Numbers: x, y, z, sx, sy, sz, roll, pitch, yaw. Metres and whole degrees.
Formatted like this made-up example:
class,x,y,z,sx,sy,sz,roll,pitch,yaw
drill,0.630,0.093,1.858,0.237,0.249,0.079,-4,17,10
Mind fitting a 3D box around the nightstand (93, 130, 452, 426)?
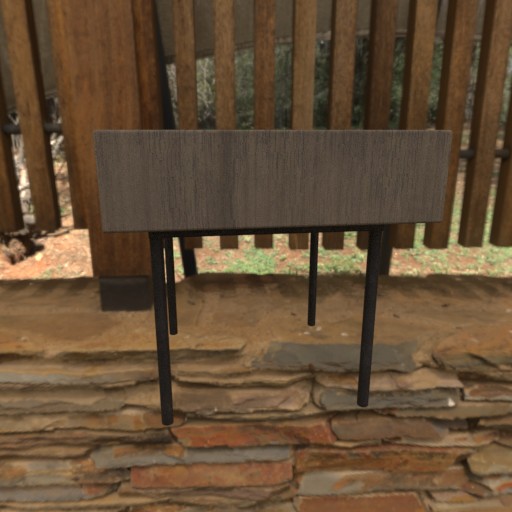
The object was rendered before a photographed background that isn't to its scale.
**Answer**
class,x,y,z,sx,sy,sz,roll,pitch,yaw
nightstand,0.000,0.000,0.911,0.503,0.497,0.502,-2,16,-8
